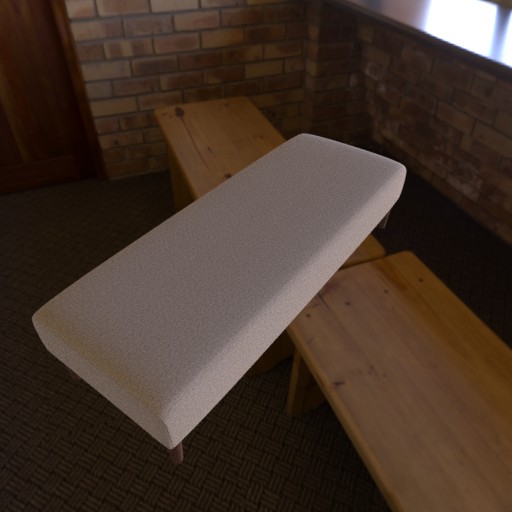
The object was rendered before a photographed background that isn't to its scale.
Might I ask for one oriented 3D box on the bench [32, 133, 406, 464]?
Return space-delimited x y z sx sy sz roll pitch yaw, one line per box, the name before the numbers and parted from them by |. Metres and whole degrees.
bench | 0.000 0.000 1.834 0.631 0.383 1.598 26 47 27
